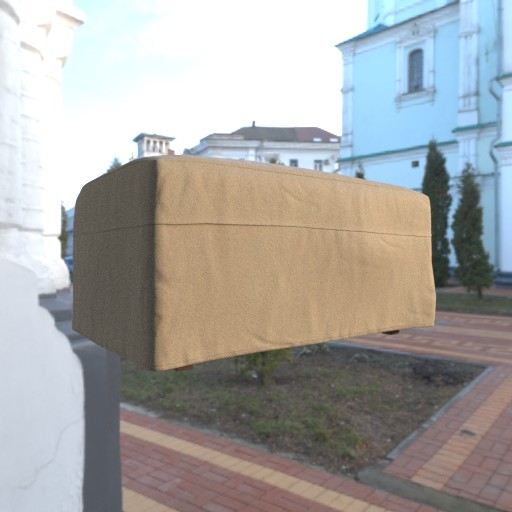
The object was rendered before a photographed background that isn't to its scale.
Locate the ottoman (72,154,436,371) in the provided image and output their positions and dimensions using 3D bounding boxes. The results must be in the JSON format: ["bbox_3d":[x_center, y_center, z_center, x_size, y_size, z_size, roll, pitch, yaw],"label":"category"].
[{"bbox_3d":[0.000,0.000,1.233,0.872,0.444,0.590,0,0,-36],"label":"ottoman"}]
